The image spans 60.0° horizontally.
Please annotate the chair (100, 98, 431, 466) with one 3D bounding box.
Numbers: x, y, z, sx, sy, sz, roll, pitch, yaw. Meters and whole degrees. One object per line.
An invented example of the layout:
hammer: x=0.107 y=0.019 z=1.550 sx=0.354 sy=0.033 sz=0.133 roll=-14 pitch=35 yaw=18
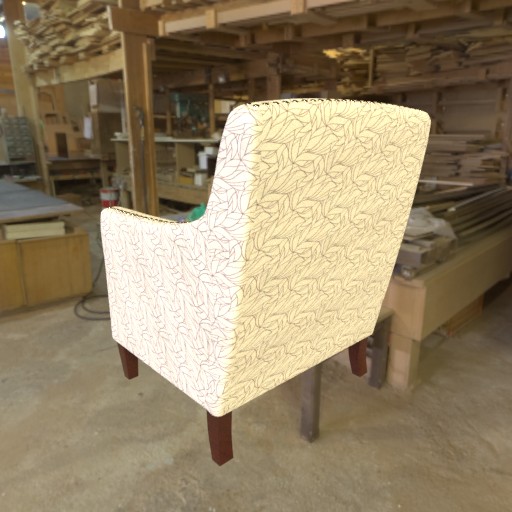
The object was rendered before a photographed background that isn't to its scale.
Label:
chair: x=0.000 y=0.000 z=1.256 sx=0.623 sy=0.816 sz=0.651 roll=-15 pitch=22 yaw=-41
